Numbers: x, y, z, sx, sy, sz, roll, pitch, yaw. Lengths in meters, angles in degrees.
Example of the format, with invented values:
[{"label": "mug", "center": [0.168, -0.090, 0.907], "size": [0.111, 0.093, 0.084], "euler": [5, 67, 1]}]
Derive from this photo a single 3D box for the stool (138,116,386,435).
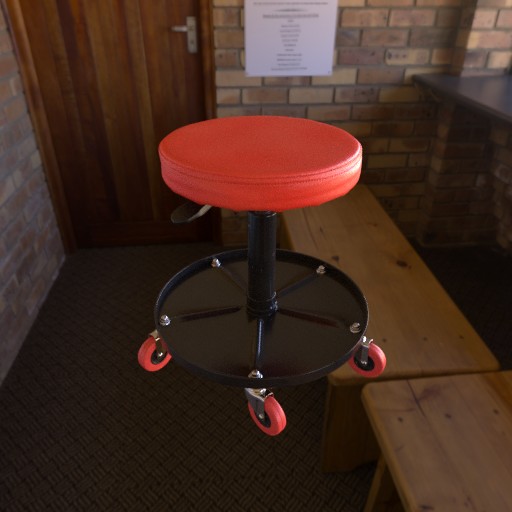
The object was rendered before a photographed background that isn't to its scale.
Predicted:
[{"label": "stool", "center": [0.000, 0.000, 0.687], "size": [0.382, 0.365, 0.381], "euler": [-21, 37, -31]}]
